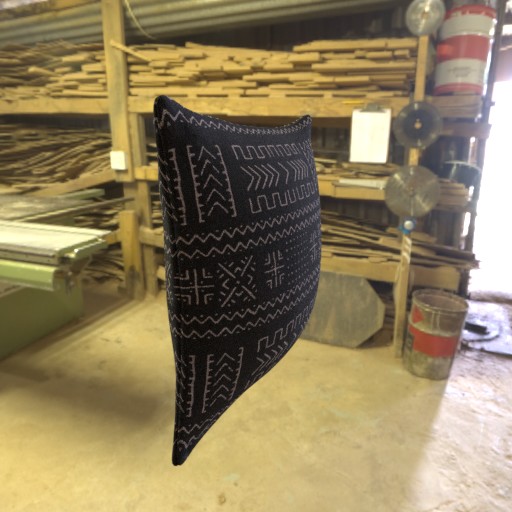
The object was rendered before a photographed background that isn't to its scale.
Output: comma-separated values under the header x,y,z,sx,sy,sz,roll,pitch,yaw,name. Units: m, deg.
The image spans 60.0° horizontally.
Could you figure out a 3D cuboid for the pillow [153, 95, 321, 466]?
x,y,z,sx,sy,sz,roll,pitch,yaw,name
0.000,0.000,0.670,0.164,0.430,0.438,8,17,25,pillow
